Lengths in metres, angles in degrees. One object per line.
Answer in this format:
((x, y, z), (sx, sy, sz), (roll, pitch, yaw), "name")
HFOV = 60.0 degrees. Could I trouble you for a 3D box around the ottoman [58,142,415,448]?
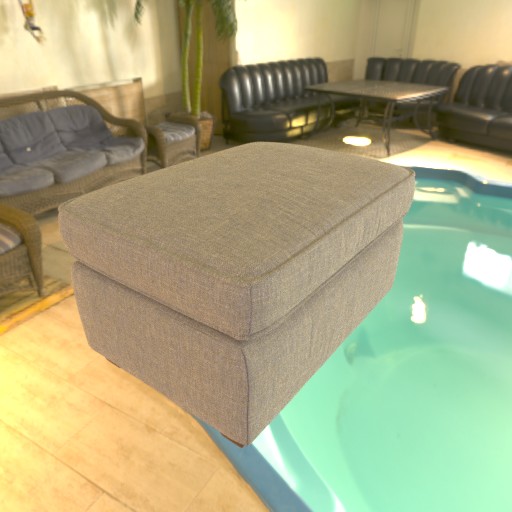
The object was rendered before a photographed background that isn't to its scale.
((0.000, 0.000, 1.146), (0.559, 0.457, 0.762), (19, 34, 32), "ottoman")
